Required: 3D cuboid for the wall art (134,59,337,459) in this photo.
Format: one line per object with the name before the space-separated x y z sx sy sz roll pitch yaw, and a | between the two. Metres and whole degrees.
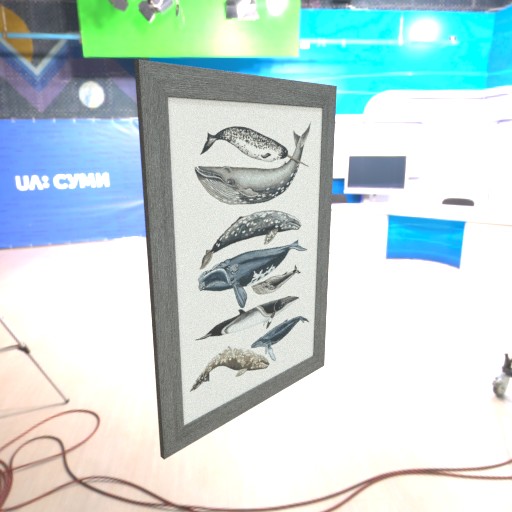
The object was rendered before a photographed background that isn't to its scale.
wall art | 0.000 0.000 1.410 0.768 1.070 0.020 -15 21 -43
